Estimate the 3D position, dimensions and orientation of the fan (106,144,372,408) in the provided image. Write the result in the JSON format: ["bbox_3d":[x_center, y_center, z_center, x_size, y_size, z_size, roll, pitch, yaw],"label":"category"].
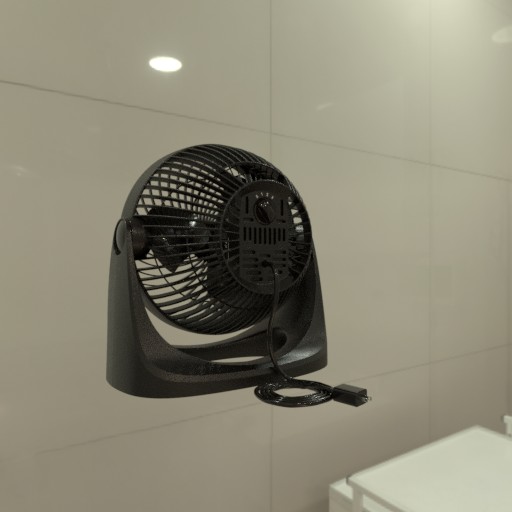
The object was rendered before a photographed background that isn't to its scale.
[{"bbox_3d":[0.000,0.000,0.487,0.273,0.277,0.256,0,0,-35],"label":"fan"}]
